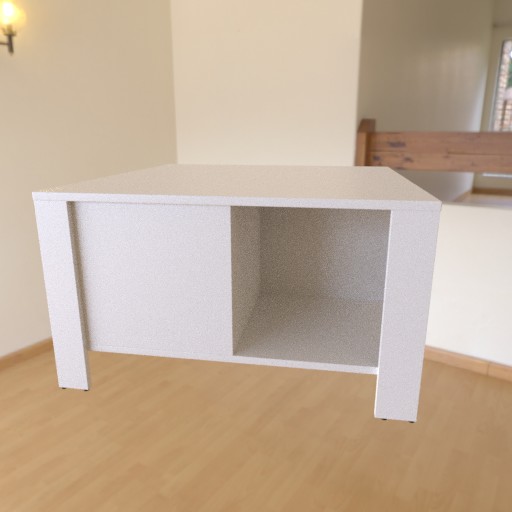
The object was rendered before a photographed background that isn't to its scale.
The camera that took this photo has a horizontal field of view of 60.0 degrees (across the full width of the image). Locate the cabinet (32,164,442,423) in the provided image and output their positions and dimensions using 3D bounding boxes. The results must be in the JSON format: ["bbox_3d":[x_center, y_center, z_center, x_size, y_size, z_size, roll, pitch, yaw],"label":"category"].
[{"bbox_3d":[0.000,0.000,1.288,0.800,0.460,0.800,3,16,9],"label":"cabinet"}]
